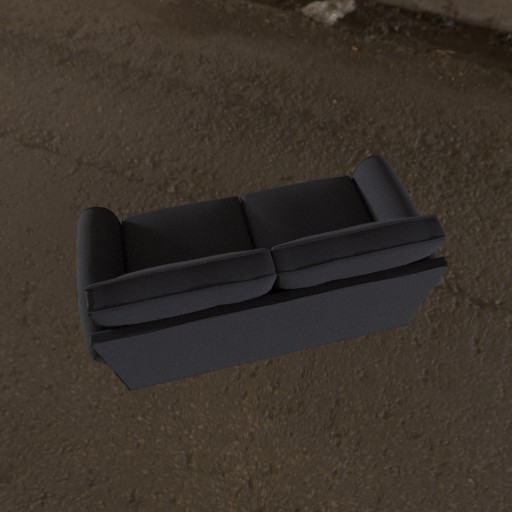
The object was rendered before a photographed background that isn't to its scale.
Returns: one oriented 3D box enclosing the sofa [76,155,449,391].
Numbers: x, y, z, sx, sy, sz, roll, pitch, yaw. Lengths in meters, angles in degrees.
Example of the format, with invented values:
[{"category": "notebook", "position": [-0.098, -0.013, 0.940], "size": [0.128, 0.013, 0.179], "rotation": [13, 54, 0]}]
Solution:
[{"category": "sofa", "position": [0.000, 0.000, 2.625], "size": [2.009, 1.031, 0.951], "rotation": [-12, 59, -7]}]
